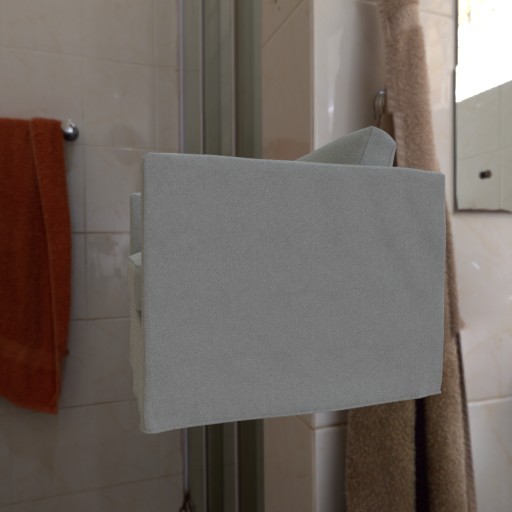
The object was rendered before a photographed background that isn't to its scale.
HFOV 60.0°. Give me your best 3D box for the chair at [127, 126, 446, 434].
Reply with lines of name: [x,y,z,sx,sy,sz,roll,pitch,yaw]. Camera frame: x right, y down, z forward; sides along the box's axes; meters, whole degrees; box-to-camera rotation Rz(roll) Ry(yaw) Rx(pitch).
chair: [0.000,0.000,1.726,0.949,0.863,1.057,0,2,-18]
